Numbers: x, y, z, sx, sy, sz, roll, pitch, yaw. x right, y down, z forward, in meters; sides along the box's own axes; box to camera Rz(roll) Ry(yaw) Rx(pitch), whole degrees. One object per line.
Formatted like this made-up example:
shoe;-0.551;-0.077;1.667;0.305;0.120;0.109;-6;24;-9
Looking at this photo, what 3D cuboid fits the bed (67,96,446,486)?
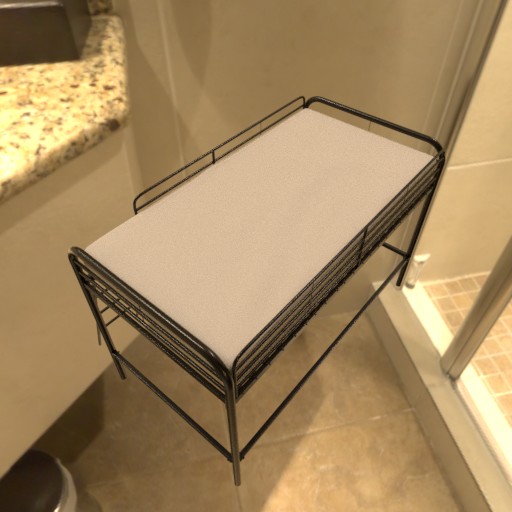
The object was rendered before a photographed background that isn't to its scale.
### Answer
bed;0.000;0.000;2.872;1.393;1.289;1.968;31;54;27
